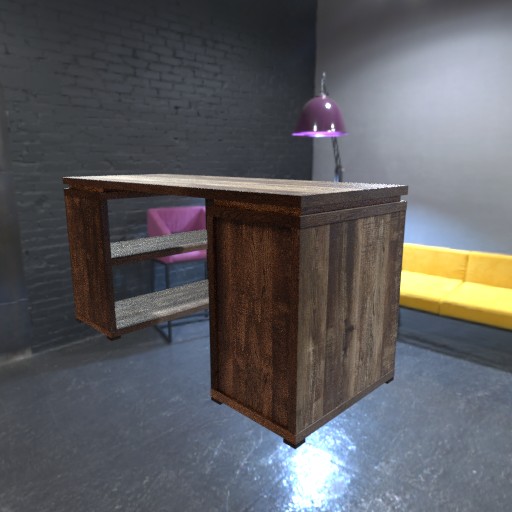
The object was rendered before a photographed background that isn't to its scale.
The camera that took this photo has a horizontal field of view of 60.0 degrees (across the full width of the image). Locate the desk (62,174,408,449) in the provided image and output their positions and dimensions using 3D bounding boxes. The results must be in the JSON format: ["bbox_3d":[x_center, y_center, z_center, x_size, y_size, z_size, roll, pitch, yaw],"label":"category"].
[{"bbox_3d":[0.000,0.000,2.178,1.524,0.753,1.200,12,17,43],"label":"desk"}]
